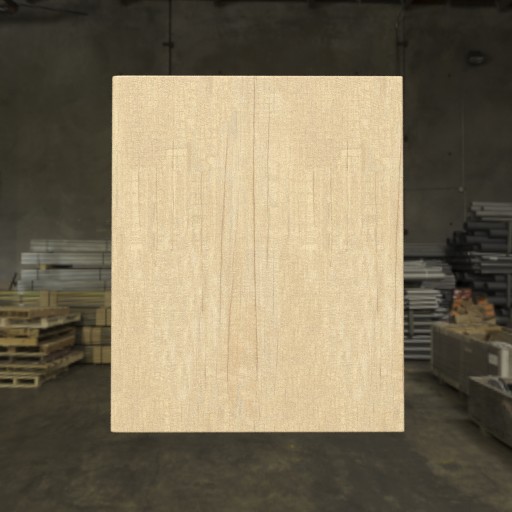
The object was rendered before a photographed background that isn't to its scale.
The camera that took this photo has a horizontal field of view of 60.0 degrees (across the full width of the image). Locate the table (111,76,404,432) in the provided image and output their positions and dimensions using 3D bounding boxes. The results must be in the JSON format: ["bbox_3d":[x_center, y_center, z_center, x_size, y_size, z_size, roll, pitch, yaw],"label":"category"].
[{"bbox_3d":[0.000,0.000,0.917,0.420,0.510,0.570,0,-1,0],"label":"table"}]
